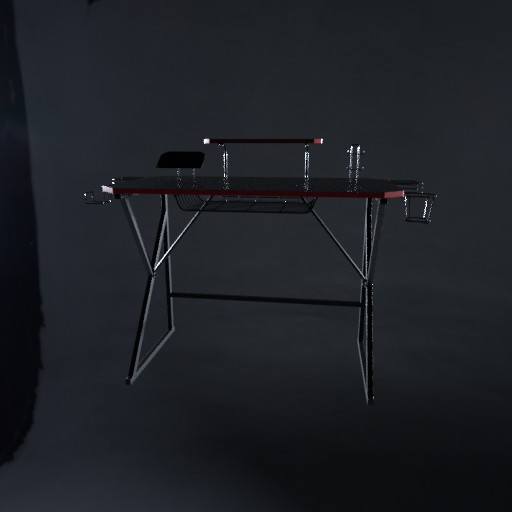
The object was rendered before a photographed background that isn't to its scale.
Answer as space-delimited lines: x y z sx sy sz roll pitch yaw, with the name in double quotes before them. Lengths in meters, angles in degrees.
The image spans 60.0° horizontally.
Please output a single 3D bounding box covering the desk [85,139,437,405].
"desk" 0.000 0.000 1.784 1.280 0.913 0.588 2 15 8
